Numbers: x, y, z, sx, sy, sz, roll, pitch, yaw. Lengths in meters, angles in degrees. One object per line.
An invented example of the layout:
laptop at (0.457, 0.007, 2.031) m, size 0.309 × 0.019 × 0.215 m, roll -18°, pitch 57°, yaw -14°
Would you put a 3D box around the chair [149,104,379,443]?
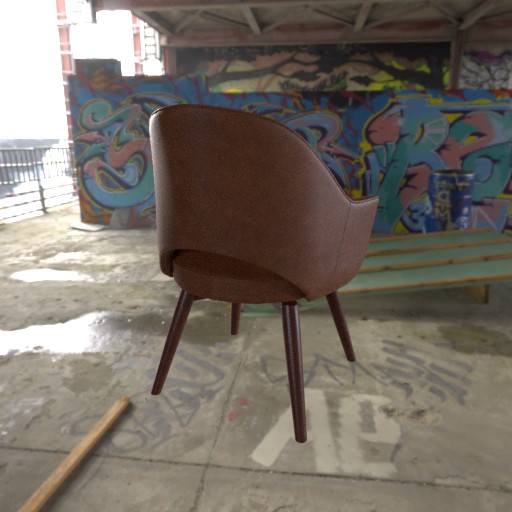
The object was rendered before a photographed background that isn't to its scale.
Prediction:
chair at (0.000, 0.000, 1.254) m, size 0.591 × 0.777 × 0.640 m, roll 8°, pitch 17°, yaw 26°
